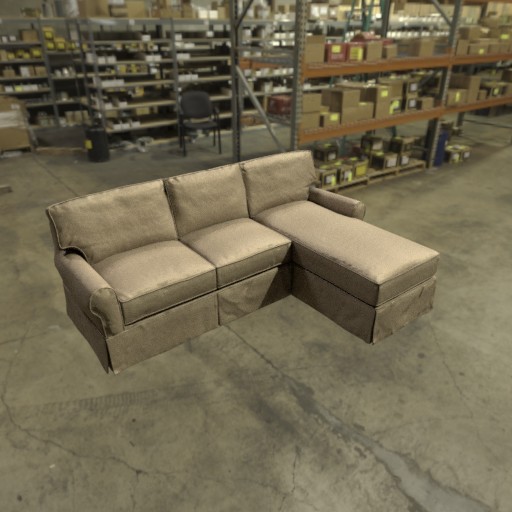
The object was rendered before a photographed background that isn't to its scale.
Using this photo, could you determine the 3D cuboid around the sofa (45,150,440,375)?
[{"bbox_3d":[0.000,0.000,3.293,2.475,0.978,1.733,-20,34,-33],"label":"sofa"}]
